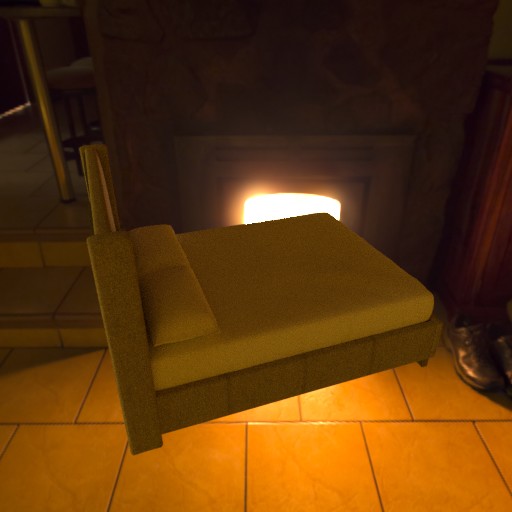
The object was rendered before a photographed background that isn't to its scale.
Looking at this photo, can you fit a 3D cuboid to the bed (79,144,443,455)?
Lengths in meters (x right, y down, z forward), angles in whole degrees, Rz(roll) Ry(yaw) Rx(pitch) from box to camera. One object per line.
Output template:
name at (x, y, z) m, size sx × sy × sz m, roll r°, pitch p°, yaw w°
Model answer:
bed at (0.000, 0.000, 3.372) m, size 2.245 × 1.481 × 1.714 m, roll -10°, pitch 31°, yaw -18°
